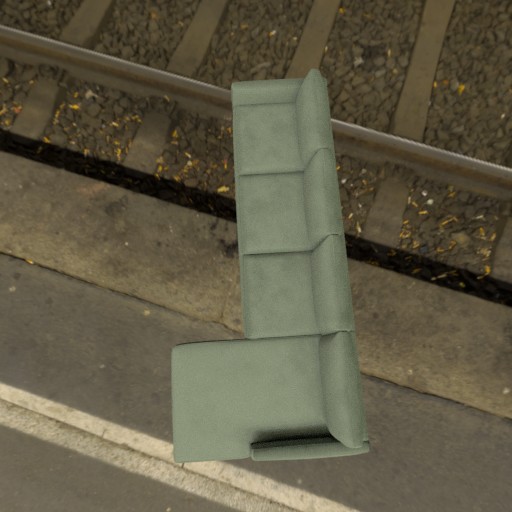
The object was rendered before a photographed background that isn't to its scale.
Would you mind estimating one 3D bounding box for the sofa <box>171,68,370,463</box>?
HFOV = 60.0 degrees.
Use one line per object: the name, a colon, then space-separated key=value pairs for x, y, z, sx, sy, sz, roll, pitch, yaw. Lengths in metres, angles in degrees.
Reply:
sofa: x=0.000 y=0.000 z=3.222 sx=1.255 sy=0.756 sz=2.725 roll=-3 pitch=75 yaw=-1
